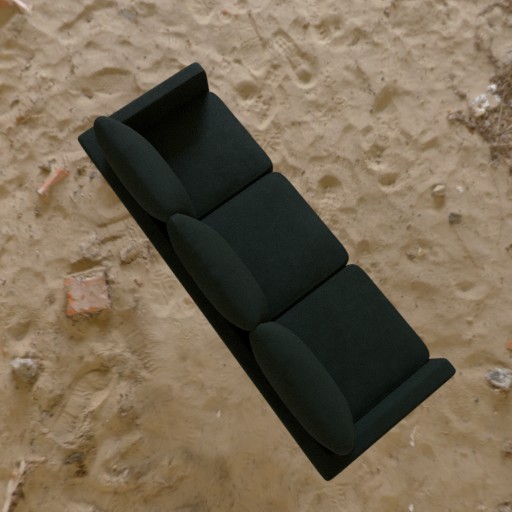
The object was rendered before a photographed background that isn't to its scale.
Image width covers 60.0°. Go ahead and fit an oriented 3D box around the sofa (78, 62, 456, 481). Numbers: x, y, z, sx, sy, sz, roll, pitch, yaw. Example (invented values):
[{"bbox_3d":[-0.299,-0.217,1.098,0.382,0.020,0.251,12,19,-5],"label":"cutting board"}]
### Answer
[{"bbox_3d":[0.000,0.000,2.532,0.859,0.870,2.218,-36,79,-8],"label":"sofa"}]
